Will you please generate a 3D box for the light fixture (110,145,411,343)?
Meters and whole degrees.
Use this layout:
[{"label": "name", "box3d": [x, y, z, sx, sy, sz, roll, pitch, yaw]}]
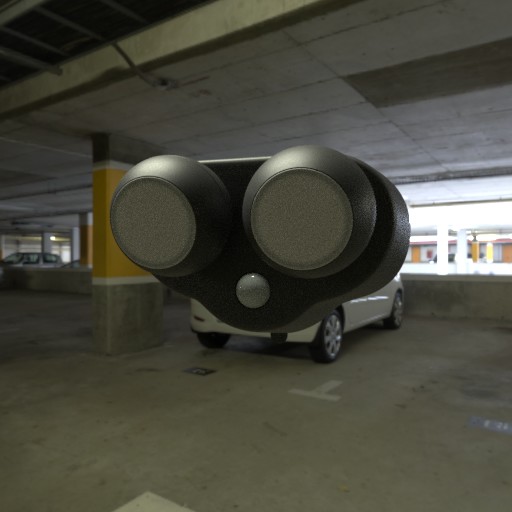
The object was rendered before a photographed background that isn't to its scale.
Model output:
[{"label": "light fixture", "box3d": [0.000, 0.000, 0.333, 0.229, 0.159, 0.159, 0, 0, 16]}]
